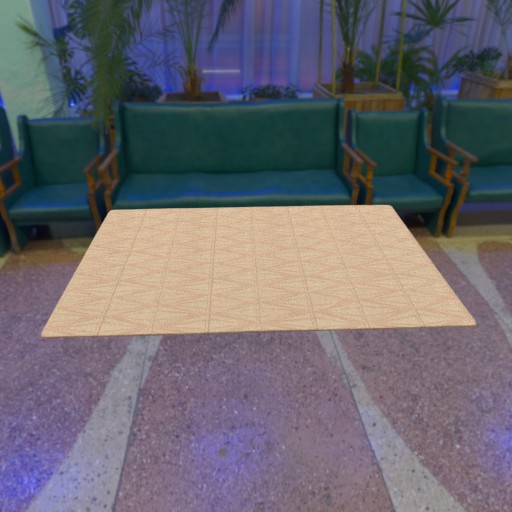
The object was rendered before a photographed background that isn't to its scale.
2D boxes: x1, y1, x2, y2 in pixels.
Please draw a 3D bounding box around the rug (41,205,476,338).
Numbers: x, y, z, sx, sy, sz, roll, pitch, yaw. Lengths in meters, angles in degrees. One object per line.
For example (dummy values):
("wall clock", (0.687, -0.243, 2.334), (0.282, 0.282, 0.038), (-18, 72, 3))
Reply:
("rug", (0.000, 0.000, 3.086), (2.390, 0.015, 1.609), (-1, 31, -2))
